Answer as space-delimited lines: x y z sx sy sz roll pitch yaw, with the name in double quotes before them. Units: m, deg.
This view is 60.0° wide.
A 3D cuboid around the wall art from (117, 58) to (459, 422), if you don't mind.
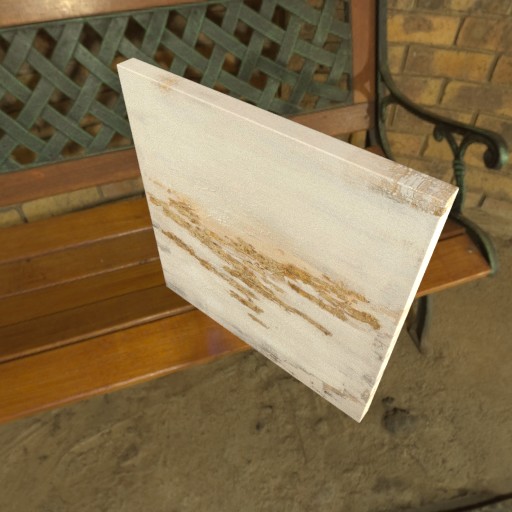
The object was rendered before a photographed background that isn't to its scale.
"wall art" 0.000 0.000 0.886 0.611 0.613 0.040 31 53 26
